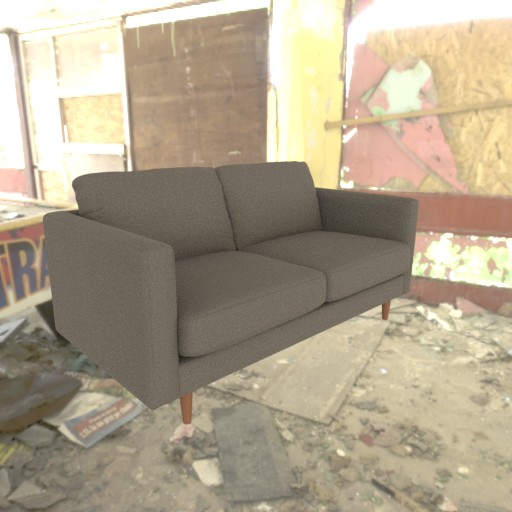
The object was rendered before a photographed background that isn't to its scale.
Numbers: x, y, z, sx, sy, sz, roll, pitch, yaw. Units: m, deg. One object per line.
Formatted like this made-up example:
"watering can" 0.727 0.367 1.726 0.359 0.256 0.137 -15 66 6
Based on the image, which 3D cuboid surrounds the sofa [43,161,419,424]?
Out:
"sofa" 0.000 0.000 2.224 1.713 0.866 0.940 -14 21 -42
